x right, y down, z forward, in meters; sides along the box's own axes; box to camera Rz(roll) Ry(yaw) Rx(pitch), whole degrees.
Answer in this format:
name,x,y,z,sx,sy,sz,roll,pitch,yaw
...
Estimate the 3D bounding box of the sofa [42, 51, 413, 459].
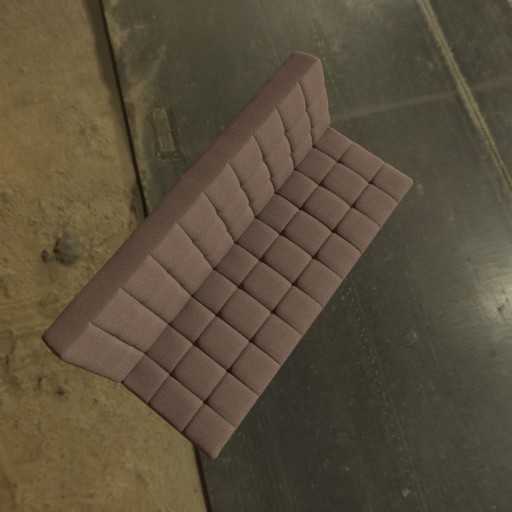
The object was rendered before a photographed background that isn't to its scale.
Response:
name,x,y,z,sx,sy,sz,roll,pitch,yaw
sofa,0.000,0.000,2.261,0.860,0.810,1.800,36,77,10
